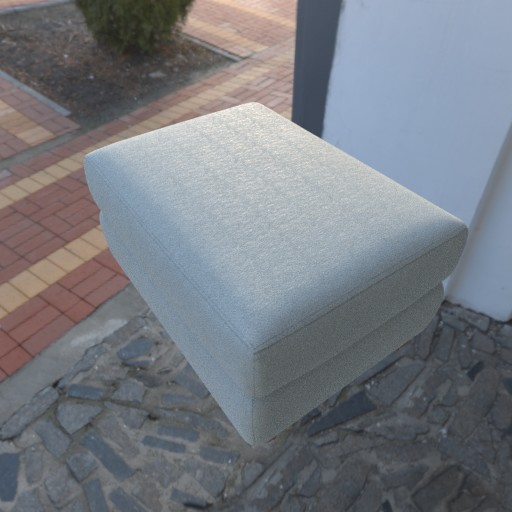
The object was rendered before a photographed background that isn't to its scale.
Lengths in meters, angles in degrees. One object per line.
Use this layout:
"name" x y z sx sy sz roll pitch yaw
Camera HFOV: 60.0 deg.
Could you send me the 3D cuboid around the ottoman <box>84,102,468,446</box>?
"ottoman" 0.000 0.000 1.135 0.569 0.499 0.773 -26 48 -26
